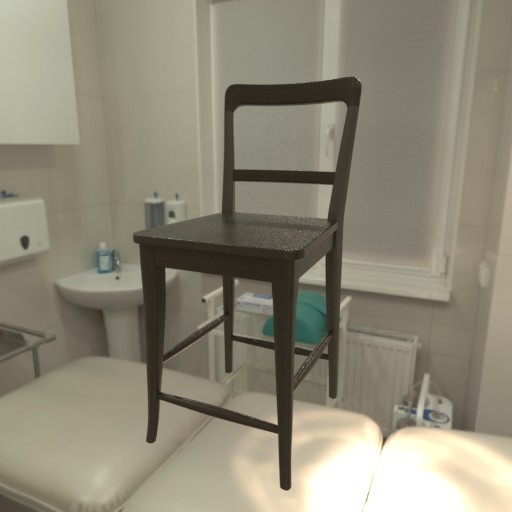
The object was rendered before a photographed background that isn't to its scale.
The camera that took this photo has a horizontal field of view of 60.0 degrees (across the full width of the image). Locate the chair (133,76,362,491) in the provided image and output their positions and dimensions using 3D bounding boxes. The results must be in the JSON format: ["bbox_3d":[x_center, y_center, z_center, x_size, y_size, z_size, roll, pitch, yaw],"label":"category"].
[{"bbox_3d":[0.000,0.000,1.257,0.450,0.991,0.546,7,15,25],"label":"chair"}]
